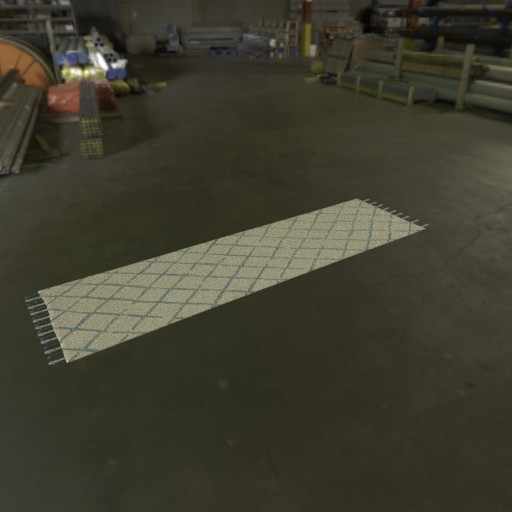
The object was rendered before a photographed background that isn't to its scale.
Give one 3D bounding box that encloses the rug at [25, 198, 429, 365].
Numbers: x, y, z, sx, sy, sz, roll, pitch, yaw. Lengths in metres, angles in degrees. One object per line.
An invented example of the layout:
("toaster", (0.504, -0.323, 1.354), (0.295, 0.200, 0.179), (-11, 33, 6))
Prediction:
("rug", (0.000, 0.000, 2.557), (2.372, 0.008, 0.620), (-18, 34, -29))
